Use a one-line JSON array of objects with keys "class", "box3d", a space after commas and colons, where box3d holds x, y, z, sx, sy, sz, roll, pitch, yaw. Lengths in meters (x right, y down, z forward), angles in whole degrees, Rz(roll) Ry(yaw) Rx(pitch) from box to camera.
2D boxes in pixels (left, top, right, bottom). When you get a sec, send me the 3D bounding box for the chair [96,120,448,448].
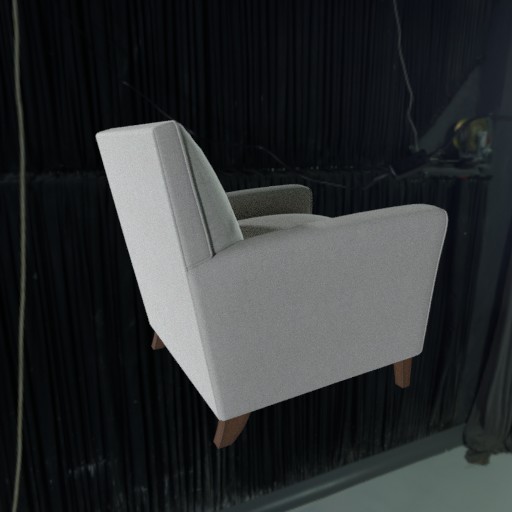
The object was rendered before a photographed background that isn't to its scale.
[{"class": "chair", "box3d": [0.000, 0.000, 1.521, 0.871, 0.846, 0.840, -7, 16, -27]}]
